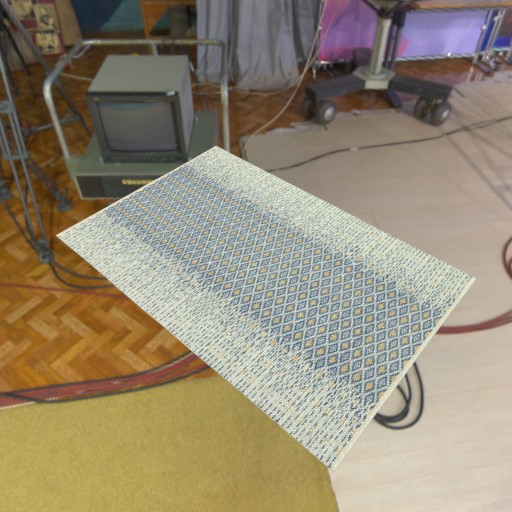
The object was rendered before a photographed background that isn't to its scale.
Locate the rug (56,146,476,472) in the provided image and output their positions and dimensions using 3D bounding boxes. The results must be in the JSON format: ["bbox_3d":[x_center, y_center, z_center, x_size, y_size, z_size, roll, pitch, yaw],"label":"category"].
[{"bbox_3d":[0.000,0.000,2.298,1.828,0.005,1.219,33,54,28],"label":"rug"}]
